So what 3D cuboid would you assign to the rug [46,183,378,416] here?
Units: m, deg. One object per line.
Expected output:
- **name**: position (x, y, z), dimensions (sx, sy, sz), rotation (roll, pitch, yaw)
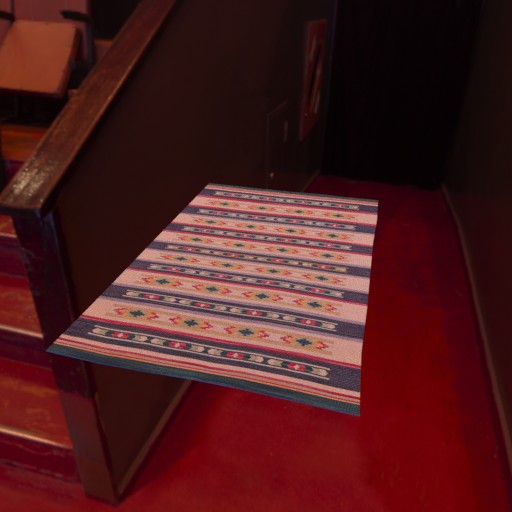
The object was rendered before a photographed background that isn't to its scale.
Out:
- **rug**: position (0.000, 0.000, 2.962), dimensions (1.522, 0.010, 2.311), rotation (8, 32, 13)
